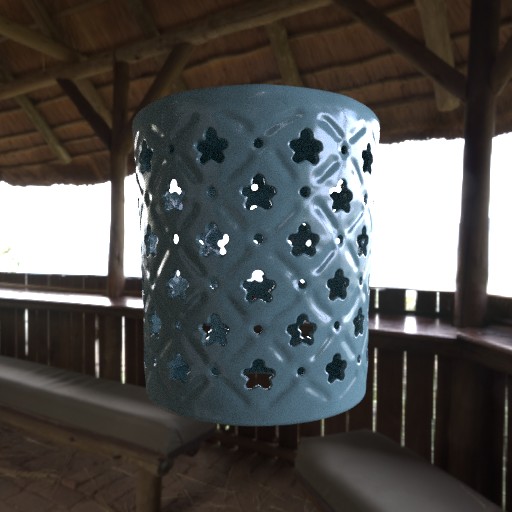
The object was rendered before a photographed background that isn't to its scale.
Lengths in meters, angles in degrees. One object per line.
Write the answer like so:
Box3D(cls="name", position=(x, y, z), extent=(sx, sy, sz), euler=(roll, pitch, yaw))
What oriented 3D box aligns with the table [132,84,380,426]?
Box3D(cls="table", position=(0.000, 0.000, 0.656), extent=(0.352, 0.387, 0.352), euler=(0, 1, 0))
